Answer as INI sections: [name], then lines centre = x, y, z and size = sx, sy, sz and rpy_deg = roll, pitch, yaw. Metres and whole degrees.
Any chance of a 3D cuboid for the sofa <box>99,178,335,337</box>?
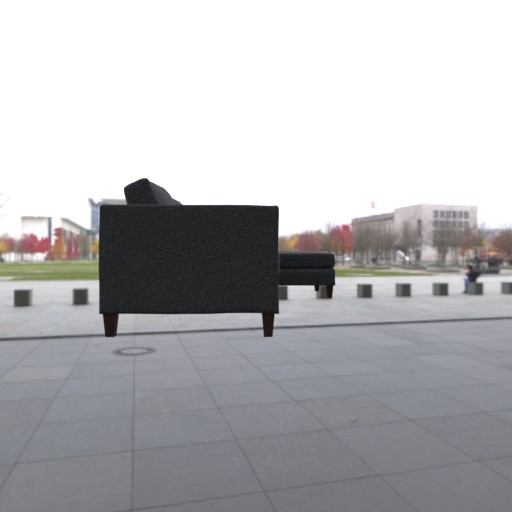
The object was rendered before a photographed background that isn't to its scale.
[sofa]
centre = 0.000, 0.000, 3.847
size = 1.625, 0.846, 3.186
rpy_deg = 0, 0, 0
